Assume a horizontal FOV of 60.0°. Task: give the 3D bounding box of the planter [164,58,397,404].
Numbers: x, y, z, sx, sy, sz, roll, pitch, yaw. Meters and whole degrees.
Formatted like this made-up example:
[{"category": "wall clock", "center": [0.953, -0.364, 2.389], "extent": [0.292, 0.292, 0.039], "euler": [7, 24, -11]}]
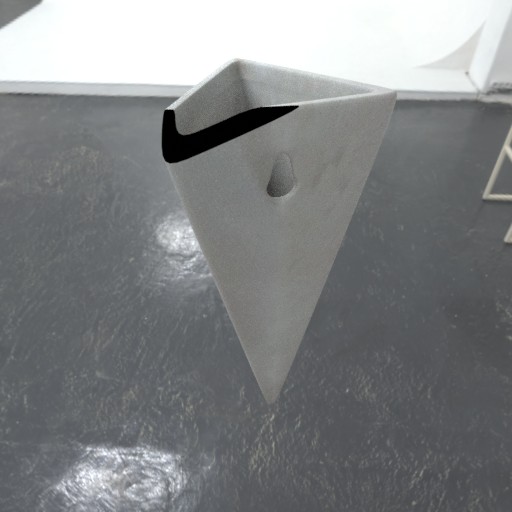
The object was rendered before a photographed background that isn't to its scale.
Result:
[{"category": "planter", "center": [0.000, 0.000, 0.159], "extent": [0.058, 0.130, 0.047], "euler": [-11, 44, -12]}]
